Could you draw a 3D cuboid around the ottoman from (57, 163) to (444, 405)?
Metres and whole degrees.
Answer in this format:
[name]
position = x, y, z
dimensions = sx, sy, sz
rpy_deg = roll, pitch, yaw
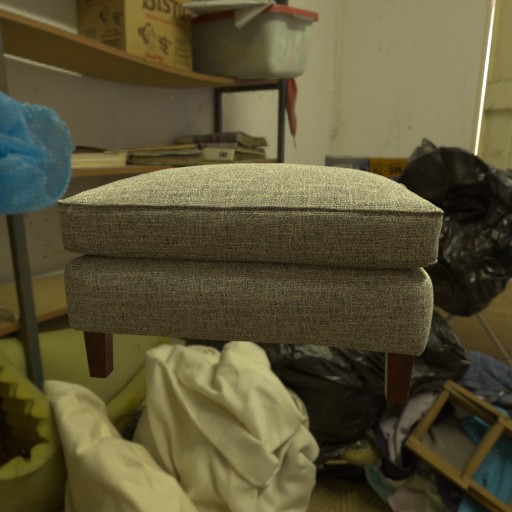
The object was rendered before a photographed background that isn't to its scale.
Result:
[ottoman]
position = 0.000, 0.000, 0.994
dimensions = 0.686, 0.406, 0.508
rpy_deg = 2, 15, 9
